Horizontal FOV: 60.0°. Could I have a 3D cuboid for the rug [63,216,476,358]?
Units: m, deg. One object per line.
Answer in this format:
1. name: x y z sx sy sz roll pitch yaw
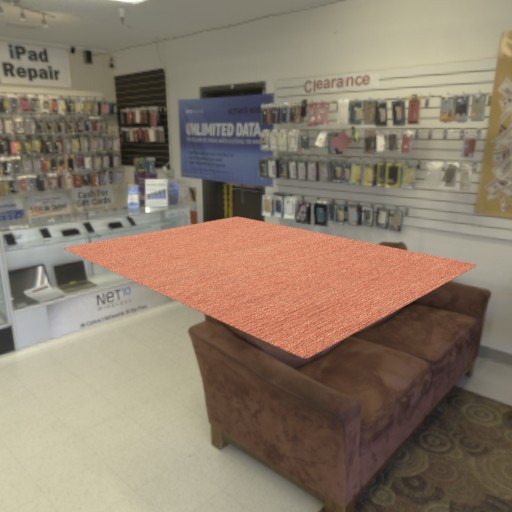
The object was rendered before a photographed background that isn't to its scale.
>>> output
1. rug: 0.000 0.000 2.794 1.594 0.009 2.112 -15 22 -42
